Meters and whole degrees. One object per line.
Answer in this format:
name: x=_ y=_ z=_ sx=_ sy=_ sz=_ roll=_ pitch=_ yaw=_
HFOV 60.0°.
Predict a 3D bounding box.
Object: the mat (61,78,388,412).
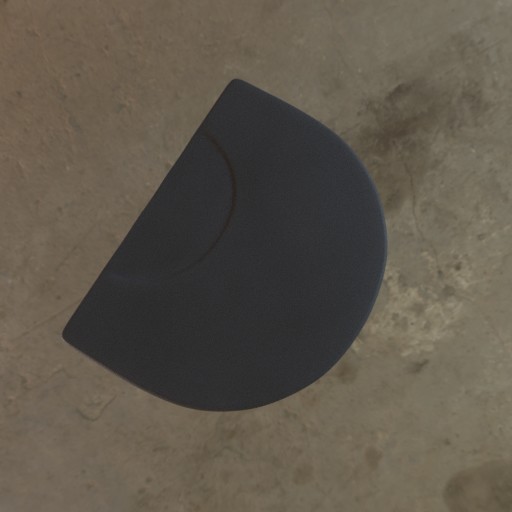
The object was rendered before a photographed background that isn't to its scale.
mat: x=0.000 y=0.000 z=1.629 sx=0.917 sy=0.016 sz=1.220 roll=29 pitch=78 yaw=7
